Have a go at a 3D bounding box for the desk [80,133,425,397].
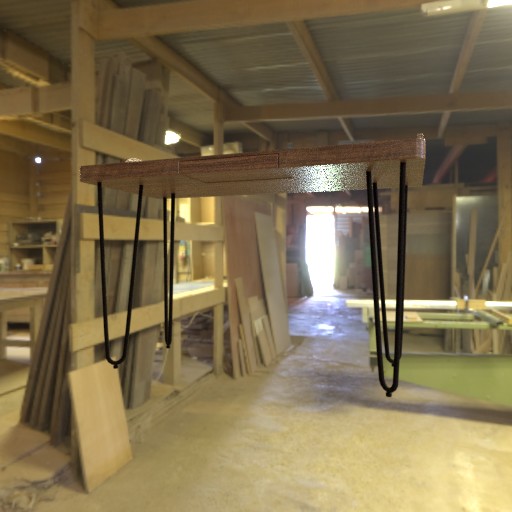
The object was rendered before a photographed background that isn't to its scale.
[{"bbox_3d":[0.000,0.000,1.699,1.200,0.854,0.565,0,0,20],"label":"desk"}]
